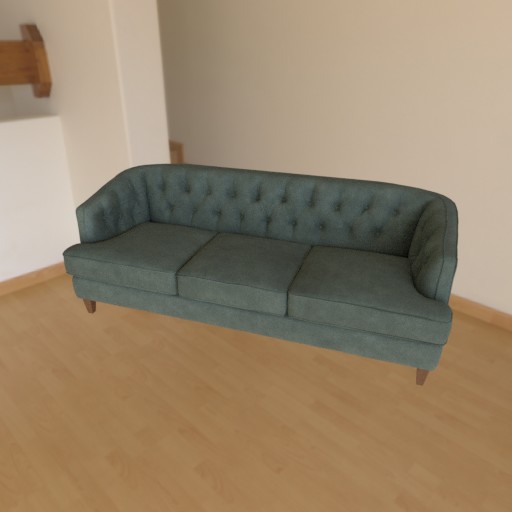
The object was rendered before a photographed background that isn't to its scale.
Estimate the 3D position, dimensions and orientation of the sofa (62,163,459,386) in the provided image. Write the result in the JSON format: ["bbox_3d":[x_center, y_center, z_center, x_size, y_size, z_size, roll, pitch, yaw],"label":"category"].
[{"bbox_3d":[0.000,0.000,2.803,2.278,0.855,0.941,9,27,17],"label":"sofa"}]
